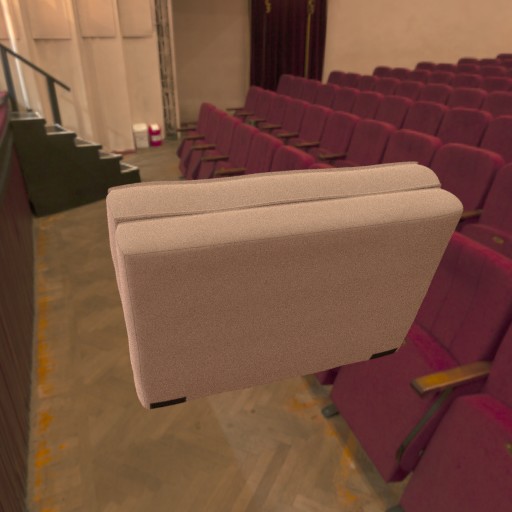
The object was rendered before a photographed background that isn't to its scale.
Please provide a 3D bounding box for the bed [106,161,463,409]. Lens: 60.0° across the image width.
[{"bbox_3d":[0.000,0.000,1.328,0.799,0.614,0.749,-8,27,-16],"label":"bed"}]
